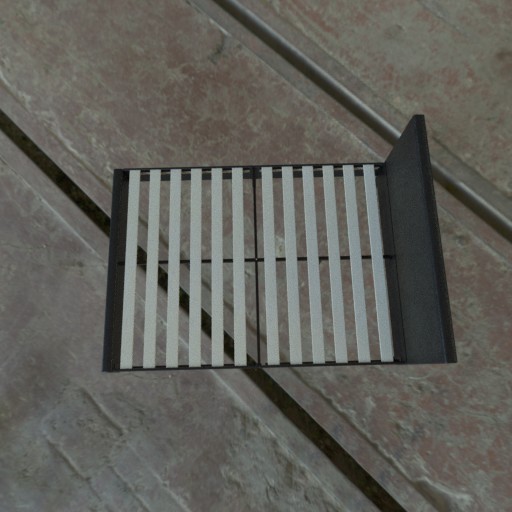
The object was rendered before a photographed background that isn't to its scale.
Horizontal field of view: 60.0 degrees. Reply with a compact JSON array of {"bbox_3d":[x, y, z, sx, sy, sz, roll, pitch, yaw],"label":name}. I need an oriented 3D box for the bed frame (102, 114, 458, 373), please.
[{"bbox_3d":[0.000,0.000,3.316,2.318,1.127,1.634,-1,76,0],"label":"bed frame"}]
